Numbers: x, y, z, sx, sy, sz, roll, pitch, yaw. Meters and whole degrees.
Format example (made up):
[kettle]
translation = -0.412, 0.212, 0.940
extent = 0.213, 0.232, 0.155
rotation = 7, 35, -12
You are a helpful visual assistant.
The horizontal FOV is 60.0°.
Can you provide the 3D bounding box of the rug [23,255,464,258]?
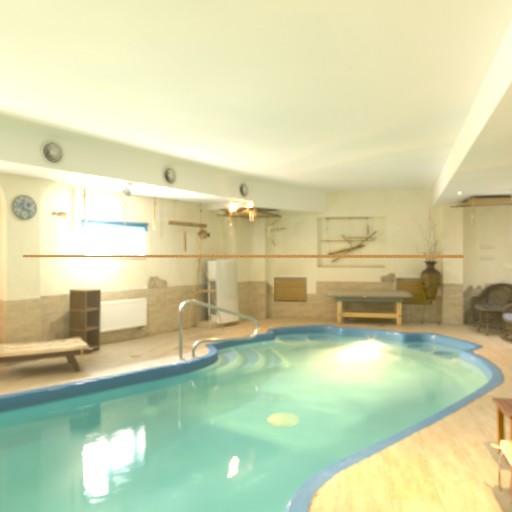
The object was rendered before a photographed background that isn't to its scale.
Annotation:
[rug]
translation = 0.000, 0.000, 2.889
extent = 2.290, 0.014, 1.526
rotation = 0, 0, 17
